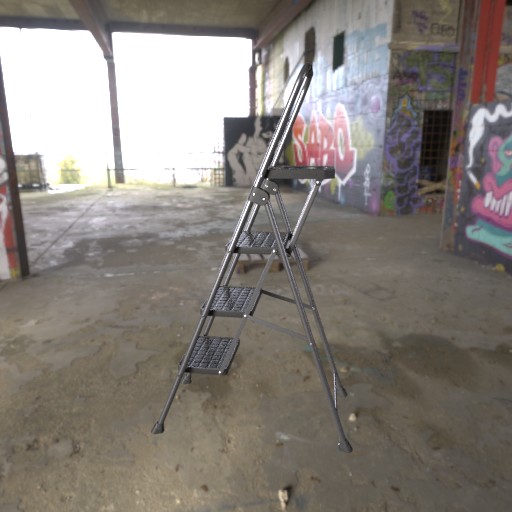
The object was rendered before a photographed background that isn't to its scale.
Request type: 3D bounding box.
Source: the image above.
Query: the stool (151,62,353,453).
[{"bbox_3d":[0.000,0.000,1.611,0.733,1.277,0.396,2,14,8],"label":"stool"}]
